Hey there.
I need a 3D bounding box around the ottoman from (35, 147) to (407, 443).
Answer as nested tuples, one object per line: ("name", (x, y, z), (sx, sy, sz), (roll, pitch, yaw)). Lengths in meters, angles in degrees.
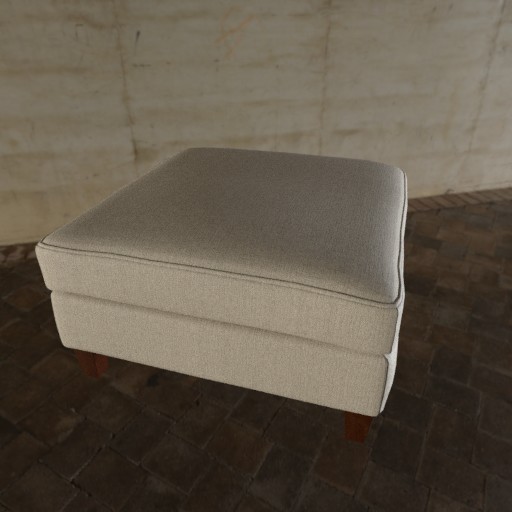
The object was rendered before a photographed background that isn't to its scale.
("ottoman", (0.000, 0.000, 1.335), (0.838, 0.478, 0.838), (9, 31, 15))
